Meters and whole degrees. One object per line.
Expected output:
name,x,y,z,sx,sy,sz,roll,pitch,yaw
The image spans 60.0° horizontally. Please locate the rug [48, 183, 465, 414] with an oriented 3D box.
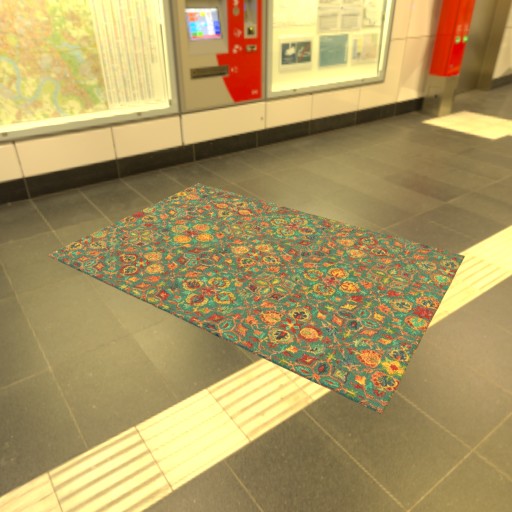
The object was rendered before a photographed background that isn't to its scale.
rug,0.000,0.000,2.919,2.290,0.016,1.527,19,36,29
